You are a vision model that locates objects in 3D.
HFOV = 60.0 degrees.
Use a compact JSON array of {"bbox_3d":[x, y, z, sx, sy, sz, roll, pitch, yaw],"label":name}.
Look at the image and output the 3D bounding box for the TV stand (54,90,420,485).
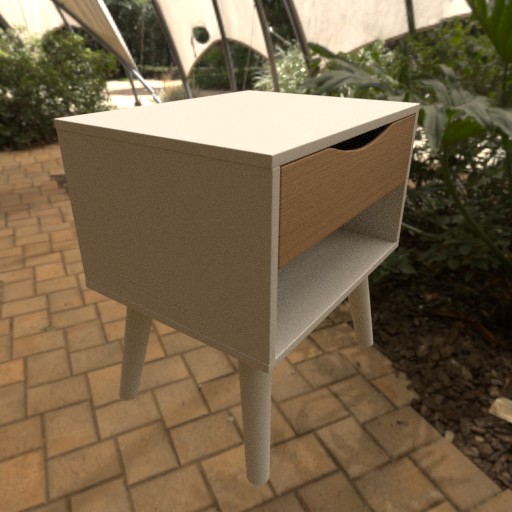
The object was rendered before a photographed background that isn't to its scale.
[{"bbox_3d":[0.000,0.000,0.886,0.405,0.559,0.508,18,31,31],"label":"TV stand"}]
